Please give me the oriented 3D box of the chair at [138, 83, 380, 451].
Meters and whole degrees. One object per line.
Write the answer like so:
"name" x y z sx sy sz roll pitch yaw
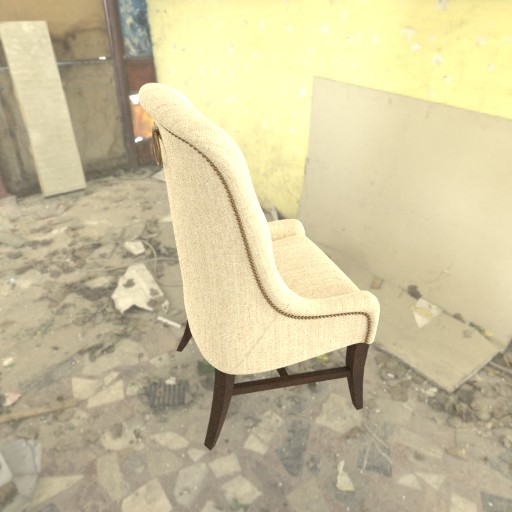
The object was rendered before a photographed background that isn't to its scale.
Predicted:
"chair" 0.000 0.000 1.479 0.629 1.091 0.634 -10 32 -17
